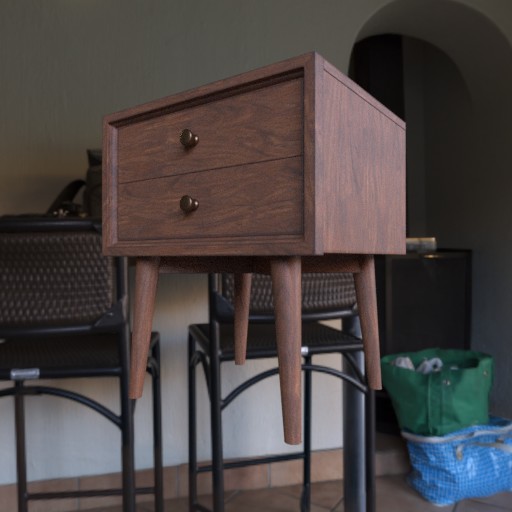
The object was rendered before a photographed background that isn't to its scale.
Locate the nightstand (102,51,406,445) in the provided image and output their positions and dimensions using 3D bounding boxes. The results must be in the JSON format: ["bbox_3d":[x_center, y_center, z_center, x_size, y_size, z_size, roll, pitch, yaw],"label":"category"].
[{"bbox_3d":[0.000,0.000,0.979,0.521,0.607,0.445,0,0,36],"label":"nightstand"}]
